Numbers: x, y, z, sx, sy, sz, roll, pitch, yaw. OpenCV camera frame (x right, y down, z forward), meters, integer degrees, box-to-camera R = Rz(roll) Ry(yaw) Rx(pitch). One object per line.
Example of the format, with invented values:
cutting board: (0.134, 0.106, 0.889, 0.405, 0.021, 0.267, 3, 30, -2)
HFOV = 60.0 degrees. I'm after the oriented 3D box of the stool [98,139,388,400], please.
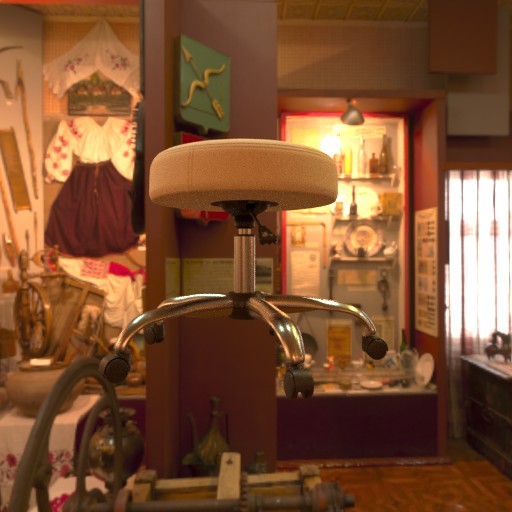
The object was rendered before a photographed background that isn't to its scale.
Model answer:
stool: (0.000, 0.000, 1.040, 0.614, 0.482, 0.634, 0, 0, -1)
